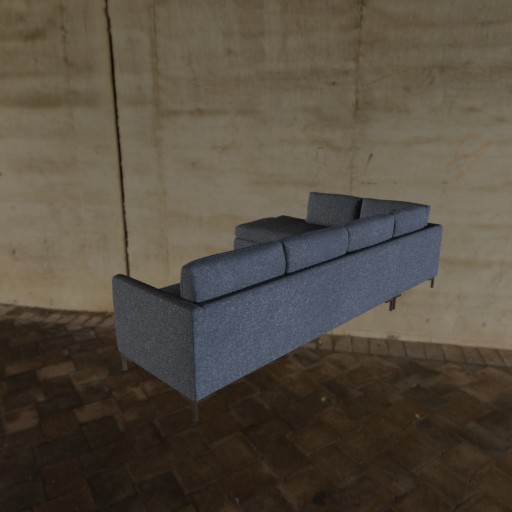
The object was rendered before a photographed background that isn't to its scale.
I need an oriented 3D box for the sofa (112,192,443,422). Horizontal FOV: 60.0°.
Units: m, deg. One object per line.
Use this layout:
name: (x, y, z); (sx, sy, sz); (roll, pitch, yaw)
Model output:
sofa: (0.000, 0.000, 3.812); (2.007, 0.815, 2.949); (15, 21, 42)
